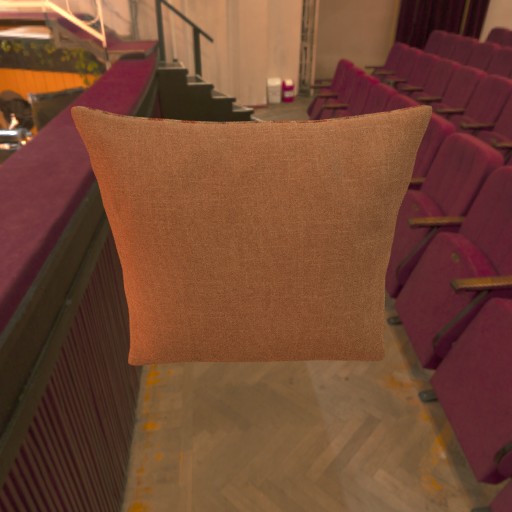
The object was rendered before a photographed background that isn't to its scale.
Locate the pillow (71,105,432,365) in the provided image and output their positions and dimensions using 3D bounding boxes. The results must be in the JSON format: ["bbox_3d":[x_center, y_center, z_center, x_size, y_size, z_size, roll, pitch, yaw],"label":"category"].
[{"bbox_3d":[0.000,0.000,0.765,0.523,0.506,0.166,-1,31,-1],"label":"pillow"}]
